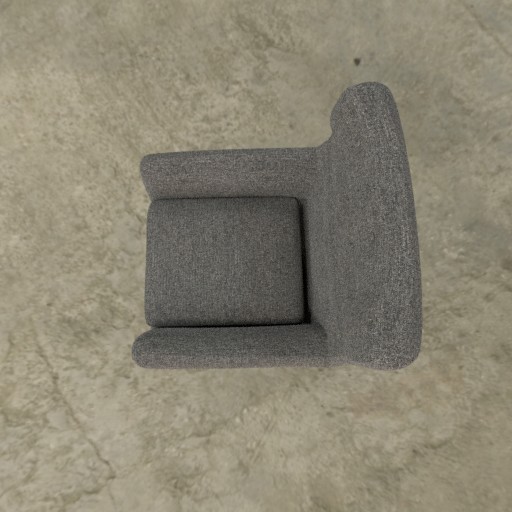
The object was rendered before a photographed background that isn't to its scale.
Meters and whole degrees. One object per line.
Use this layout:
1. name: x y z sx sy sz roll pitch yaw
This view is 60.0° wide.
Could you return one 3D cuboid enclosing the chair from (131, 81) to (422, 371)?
1. chair: 0.000 0.000 1.764 0.940 1.039 0.889 -1 76 0
